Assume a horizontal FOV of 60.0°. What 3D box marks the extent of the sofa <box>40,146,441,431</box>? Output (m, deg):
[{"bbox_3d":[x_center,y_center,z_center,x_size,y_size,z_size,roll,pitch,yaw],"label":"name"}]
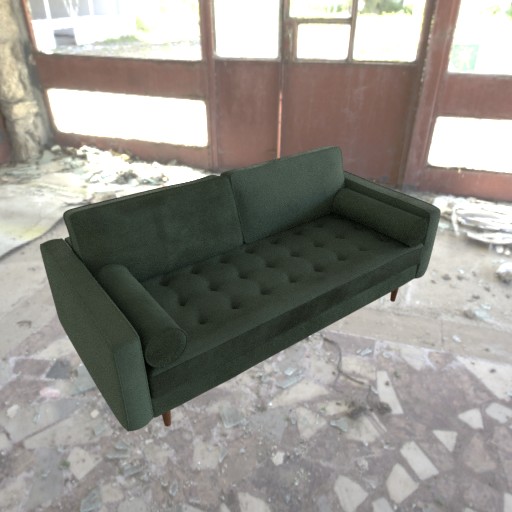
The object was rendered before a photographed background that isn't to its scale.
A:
[{"bbox_3d":[0.000,0.000,2.313,1.880,0.772,0.916,-21,36,-31],"label":"sofa"}]
